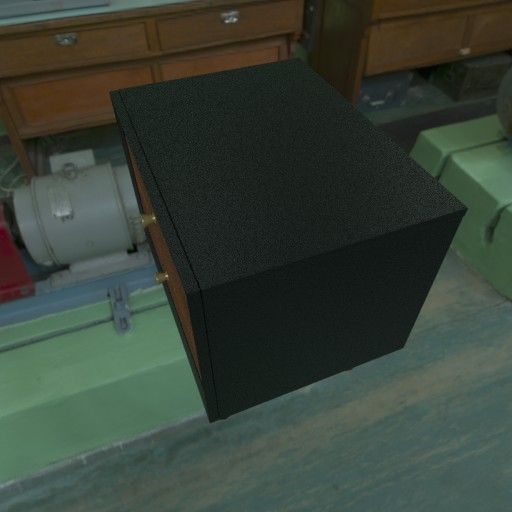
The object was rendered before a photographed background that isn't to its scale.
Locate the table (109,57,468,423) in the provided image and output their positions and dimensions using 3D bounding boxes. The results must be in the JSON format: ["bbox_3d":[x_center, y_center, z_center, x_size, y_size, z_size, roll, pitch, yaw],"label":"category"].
[{"bbox_3d":[0.000,0.000,0.983,0.441,0.584,0.564,-17,49,-15],"label":"table"}]
